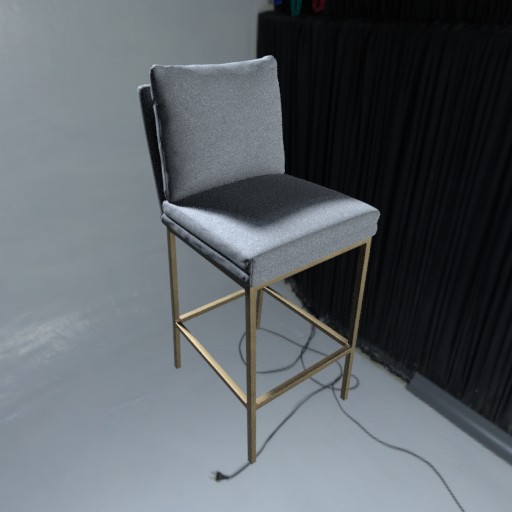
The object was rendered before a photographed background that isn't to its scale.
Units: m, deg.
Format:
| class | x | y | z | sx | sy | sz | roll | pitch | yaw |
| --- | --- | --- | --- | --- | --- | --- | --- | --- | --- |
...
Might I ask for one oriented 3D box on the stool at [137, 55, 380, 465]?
| class | x | y | z | sx | sy | sz | roll | pitch | yaw |
| --- | --- | --- | --- | --- | --- | --- | --- | --- | --- |
| stool | 0.000 | 0.000 | 1.421 | 0.463 | 1.130 | 0.569 | -21 | 37 | -31 |
